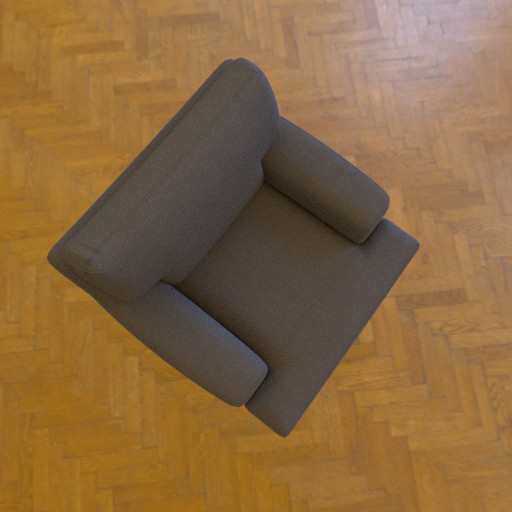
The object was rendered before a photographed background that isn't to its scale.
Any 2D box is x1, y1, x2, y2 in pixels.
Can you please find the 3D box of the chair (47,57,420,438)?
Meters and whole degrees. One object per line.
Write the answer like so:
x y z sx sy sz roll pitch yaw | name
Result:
0.000 0.000 1.949 1.143 0.940 1.168 37 78 9 | chair
